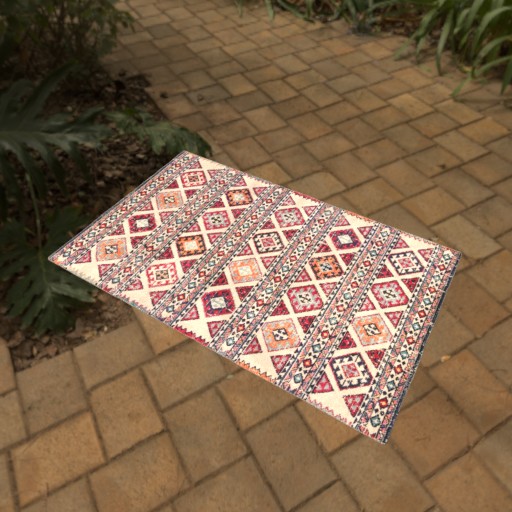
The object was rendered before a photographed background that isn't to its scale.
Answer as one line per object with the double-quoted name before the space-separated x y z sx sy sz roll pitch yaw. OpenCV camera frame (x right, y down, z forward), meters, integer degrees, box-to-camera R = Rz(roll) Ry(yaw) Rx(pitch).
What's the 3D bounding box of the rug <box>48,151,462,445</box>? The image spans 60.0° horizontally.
"rug" 0.000 0.000 3.068 2.440 0.010 1.545 24 51 21
